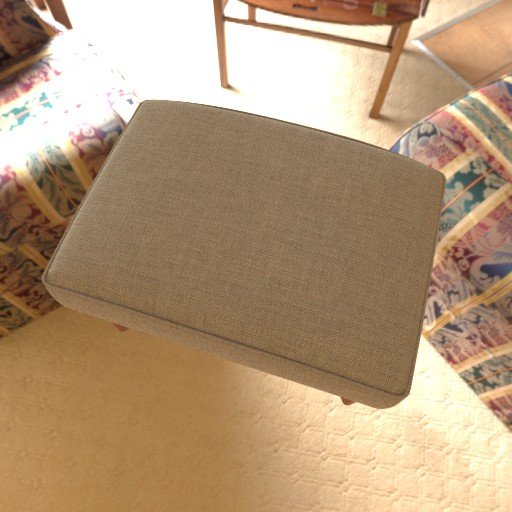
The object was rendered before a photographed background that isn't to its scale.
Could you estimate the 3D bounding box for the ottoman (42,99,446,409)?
[{"bbox_3d":[0.000,0.000,1.088,0.750,0.458,0.555,16,65,8],"label":"ottoman"}]
